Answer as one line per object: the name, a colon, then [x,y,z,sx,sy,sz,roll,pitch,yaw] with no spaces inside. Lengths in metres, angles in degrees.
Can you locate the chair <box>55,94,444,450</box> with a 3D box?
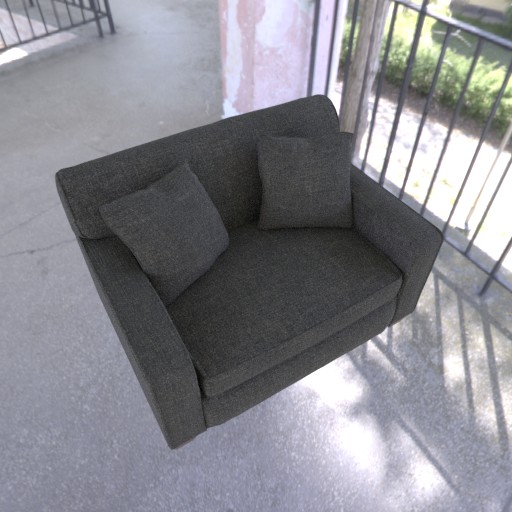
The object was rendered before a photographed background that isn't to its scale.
chair: [0.000,0.000,2.062,1.383,0.948,1.000,-23,50,-21]
